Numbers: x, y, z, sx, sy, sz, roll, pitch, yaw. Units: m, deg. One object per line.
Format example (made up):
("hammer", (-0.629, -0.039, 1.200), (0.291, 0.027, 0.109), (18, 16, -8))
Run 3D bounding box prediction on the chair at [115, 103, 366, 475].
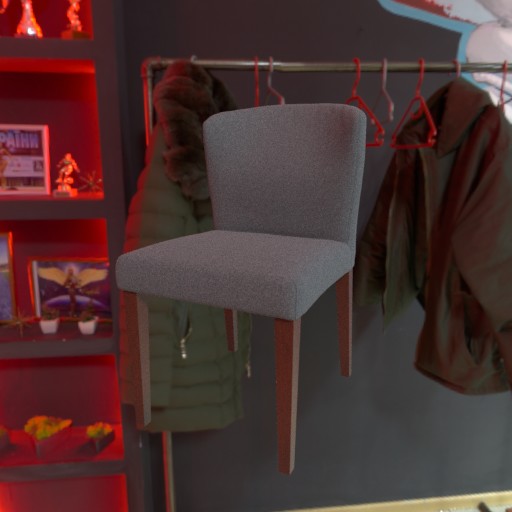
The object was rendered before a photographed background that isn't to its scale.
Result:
("chair", (0.000, 0.000, 1.212), (0.491, 0.839, 0.592), (6, 15, 26))
